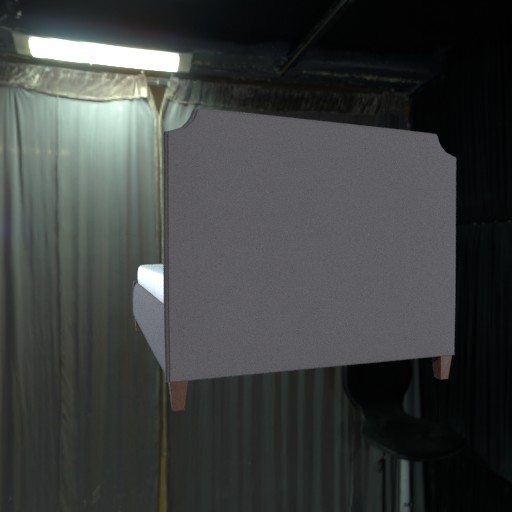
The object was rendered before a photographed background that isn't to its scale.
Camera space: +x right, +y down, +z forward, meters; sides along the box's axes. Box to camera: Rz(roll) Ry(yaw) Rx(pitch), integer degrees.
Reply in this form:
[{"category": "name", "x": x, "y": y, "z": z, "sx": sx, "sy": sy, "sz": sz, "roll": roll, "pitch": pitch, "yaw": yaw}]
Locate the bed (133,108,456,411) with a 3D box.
[{"category": "bed", "x": 0.000, "y": 0.000, "z": 3.422, "sx": 1.713, "sy": 1.443, "sz": 2.372, "roll": 0, "pitch": 1, "yaw": -19}]
